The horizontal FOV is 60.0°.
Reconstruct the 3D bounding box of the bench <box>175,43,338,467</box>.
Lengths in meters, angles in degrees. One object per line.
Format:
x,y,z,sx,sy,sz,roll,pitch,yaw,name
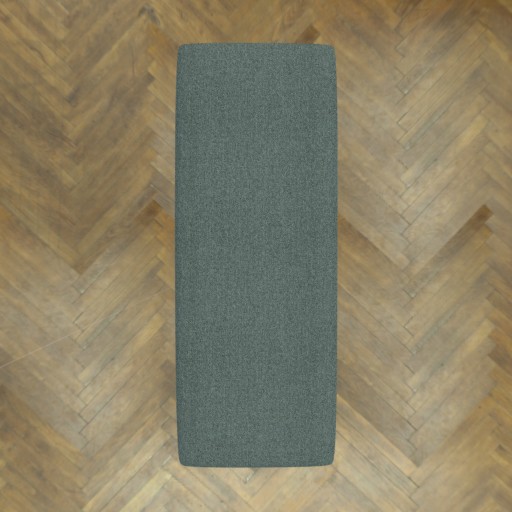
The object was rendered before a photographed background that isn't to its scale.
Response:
0.000,0.000,1.826,0.631,0.384,1.598,0,91,-1,bench
